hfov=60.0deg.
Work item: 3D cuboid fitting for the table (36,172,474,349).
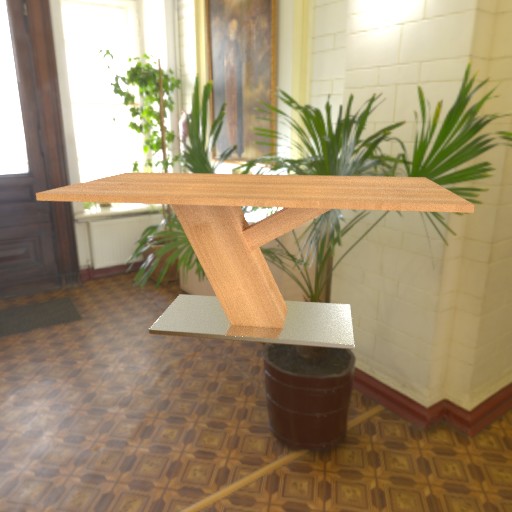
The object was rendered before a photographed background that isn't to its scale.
[{"bbox_3d":[0.000,0.000,2.327,1.800,0.750,0.900,3,17,9],"label":"table"}]
